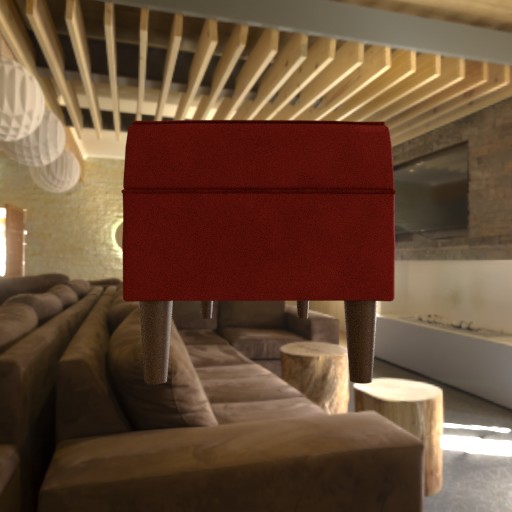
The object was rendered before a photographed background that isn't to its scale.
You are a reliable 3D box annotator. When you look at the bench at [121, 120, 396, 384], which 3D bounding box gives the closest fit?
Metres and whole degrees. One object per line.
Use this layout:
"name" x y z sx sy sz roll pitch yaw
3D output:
"bench" 0.000 0.000 1.272 0.492 0.471 1.016 0 -1 -1
